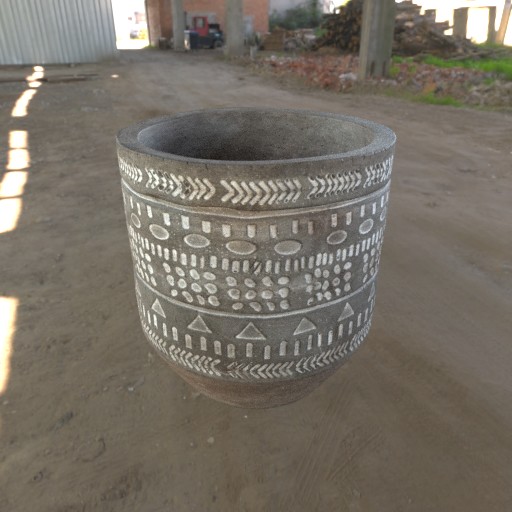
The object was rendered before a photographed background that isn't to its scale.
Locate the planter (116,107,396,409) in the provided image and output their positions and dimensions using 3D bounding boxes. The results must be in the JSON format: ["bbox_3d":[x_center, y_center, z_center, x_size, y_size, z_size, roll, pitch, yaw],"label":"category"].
[{"bbox_3d":[0.000,0.000,0.226,0.122,0.128,0.122,0,27,0],"label":"planter"}]
